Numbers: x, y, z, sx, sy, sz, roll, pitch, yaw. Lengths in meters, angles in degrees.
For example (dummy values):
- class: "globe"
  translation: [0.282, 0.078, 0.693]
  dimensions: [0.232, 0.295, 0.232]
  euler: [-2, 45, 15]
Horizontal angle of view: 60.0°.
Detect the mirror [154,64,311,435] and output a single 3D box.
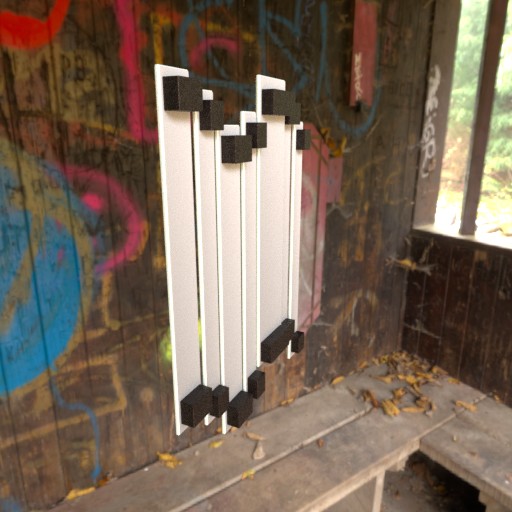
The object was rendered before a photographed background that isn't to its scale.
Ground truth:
- class: "mirror"
  translation: [0.000, 0.000, 0.802]
  dimensions: [0.058, 0.611, 0.445]
  euler: [8, 18, 25]
